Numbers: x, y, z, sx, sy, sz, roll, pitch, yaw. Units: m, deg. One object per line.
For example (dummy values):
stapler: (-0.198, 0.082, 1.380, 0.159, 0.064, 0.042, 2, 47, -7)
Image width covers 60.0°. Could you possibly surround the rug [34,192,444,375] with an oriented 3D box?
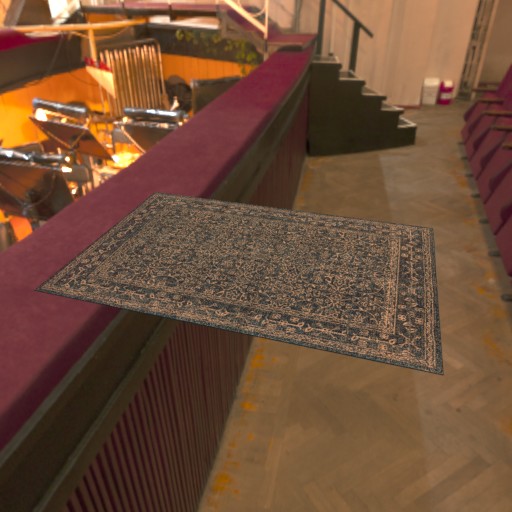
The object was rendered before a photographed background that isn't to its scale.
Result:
rug: (0.000, 0.000, 2.347, 1.819, 0.005, 1.200, 9, 33, 14)
